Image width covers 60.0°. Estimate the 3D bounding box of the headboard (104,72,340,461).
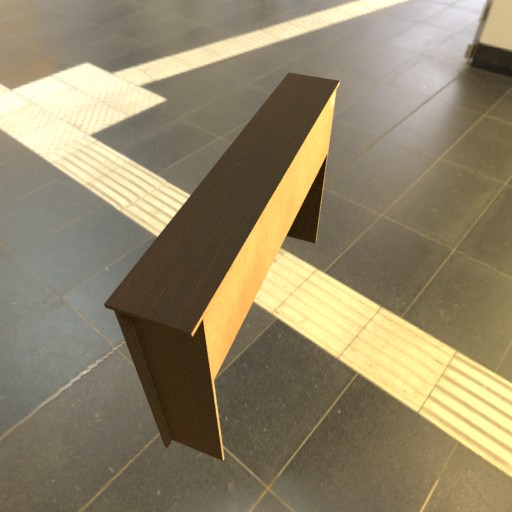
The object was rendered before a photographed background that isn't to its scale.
[{"bbox_3d":[0.000,0.000,2.159,0.279,1.092,1.671,15,48,15],"label":"headboard"}]
